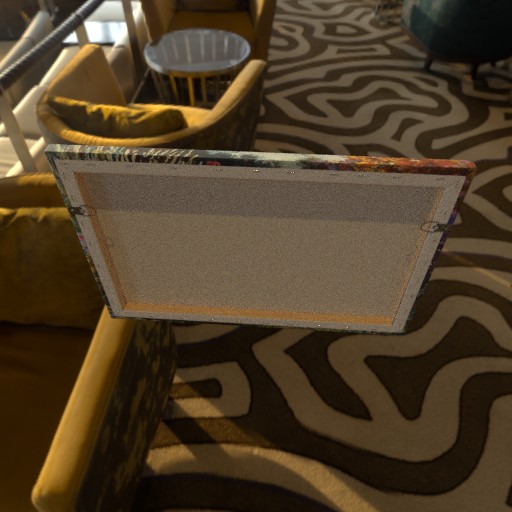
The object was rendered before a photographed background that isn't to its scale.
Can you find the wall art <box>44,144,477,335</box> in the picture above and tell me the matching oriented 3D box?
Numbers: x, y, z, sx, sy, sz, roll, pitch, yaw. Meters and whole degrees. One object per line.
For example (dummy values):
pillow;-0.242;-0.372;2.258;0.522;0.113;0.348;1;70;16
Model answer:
wall art;0.000;0.000;1.445;1.136;0.760;0.042;3;46;3
